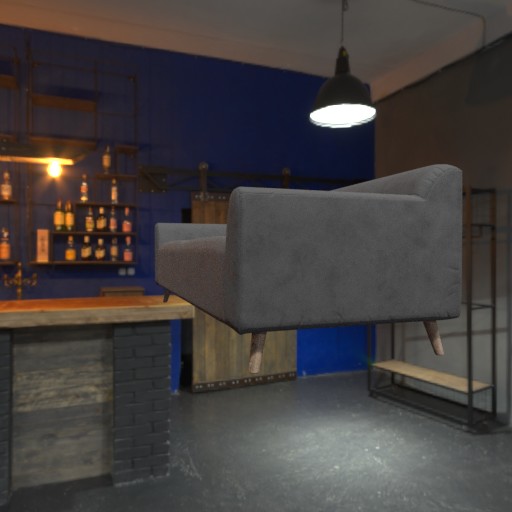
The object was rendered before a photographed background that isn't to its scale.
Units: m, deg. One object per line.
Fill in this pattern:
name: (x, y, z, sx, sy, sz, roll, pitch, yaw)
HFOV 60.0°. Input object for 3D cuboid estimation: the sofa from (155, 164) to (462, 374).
sofa: (0.000, 0.000, 2.553, 0.900, 0.740, 2.190, 0, 1, -20)
